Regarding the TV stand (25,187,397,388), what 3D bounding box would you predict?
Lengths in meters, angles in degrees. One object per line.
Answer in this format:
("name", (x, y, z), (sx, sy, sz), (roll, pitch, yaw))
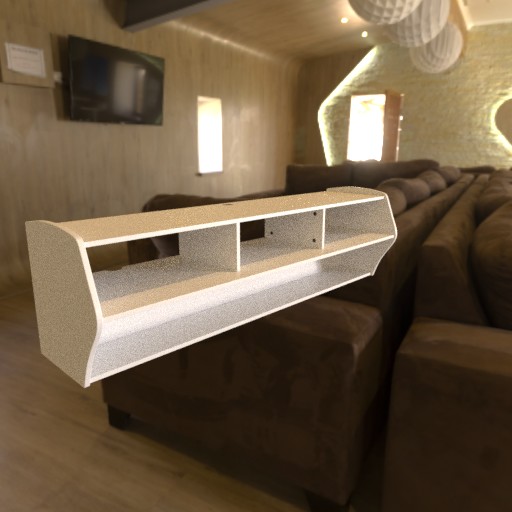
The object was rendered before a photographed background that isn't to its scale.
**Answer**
("TV stand", (0.000, 0.000, 1.682), (0.397, 0.424, 1.473), (13, 19, 43))
